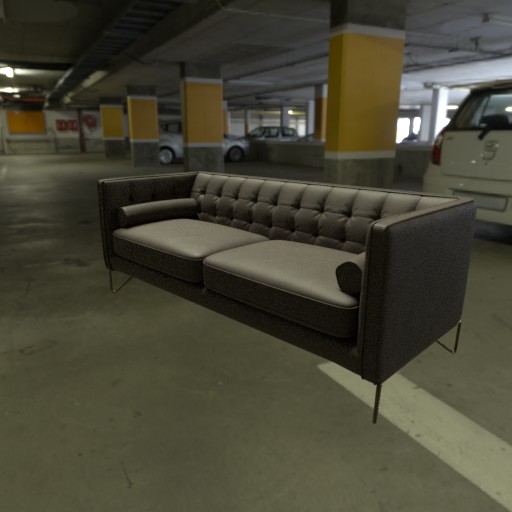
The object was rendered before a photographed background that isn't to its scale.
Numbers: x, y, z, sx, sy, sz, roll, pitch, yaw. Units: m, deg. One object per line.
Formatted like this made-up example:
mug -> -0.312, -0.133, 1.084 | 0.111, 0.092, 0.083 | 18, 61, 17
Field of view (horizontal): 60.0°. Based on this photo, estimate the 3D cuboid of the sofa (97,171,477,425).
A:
sofa -> 0.000, 0.000, 2.532 | 2.087, 0.789, 0.867 | 15, 21, 43
